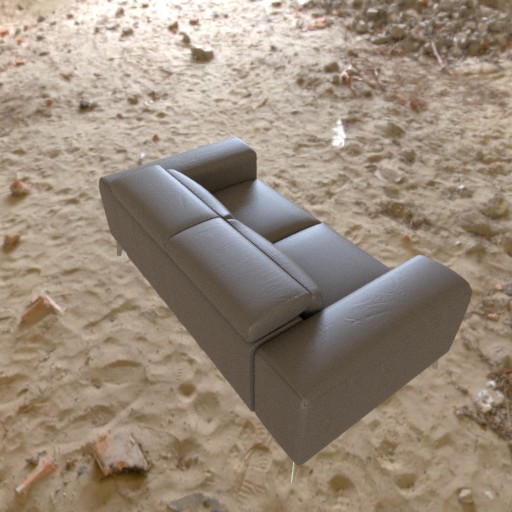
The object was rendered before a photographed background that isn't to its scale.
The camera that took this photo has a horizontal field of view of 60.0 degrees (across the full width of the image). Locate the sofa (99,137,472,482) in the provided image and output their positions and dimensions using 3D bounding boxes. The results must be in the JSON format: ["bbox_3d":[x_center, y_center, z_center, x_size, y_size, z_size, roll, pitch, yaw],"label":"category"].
[{"bbox_3d":[0.000,0.000,2.444,1.024,0.753,1.930,-25,46,-27],"label":"sofa"}]
